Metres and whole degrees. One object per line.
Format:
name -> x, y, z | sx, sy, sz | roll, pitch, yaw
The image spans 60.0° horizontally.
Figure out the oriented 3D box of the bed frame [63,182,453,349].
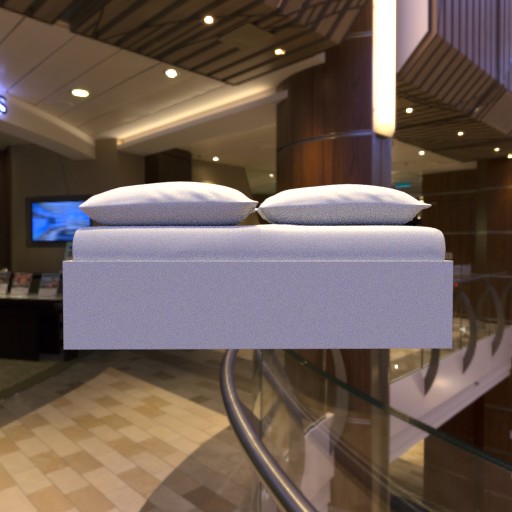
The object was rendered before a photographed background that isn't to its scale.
bed frame -> 0.000, 0.000, 2.583 | 1.450, 0.629, 1.950 | 0, 1, -1
